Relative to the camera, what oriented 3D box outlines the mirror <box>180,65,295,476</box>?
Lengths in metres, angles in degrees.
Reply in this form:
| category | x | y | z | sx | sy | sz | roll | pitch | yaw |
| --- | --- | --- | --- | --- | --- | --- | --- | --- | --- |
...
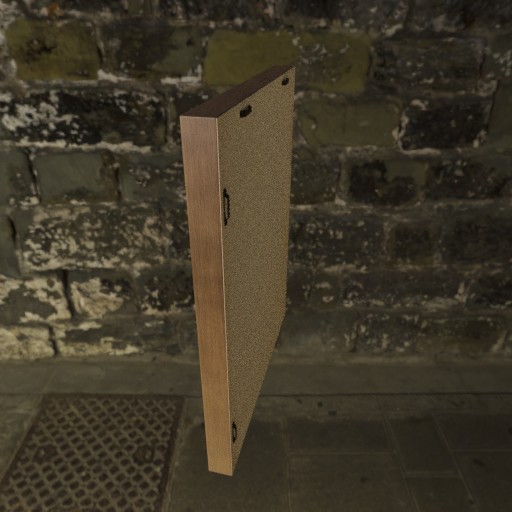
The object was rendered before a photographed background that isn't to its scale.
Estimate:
| category | x | y | z | sx | sy | sz | roll | pitch | yaw |
| --- | --- | --- | --- | --- | --- | --- | --- | --- | --- |
| mirror | 0.000 | 0.000 | 0.693 | 0.041 | 0.508 | 0.405 | 7 | 30 | 12 |
